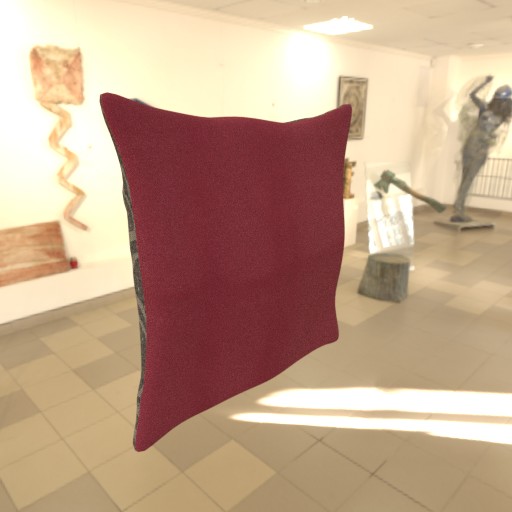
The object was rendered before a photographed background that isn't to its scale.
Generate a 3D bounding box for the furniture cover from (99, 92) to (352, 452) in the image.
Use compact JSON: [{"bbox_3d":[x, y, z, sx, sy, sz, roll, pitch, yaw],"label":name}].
[{"bbox_3d":[0.000,0.000,0.766,0.514,0.513,0.163,-16,24,-42],"label":"furniture cover"}]
